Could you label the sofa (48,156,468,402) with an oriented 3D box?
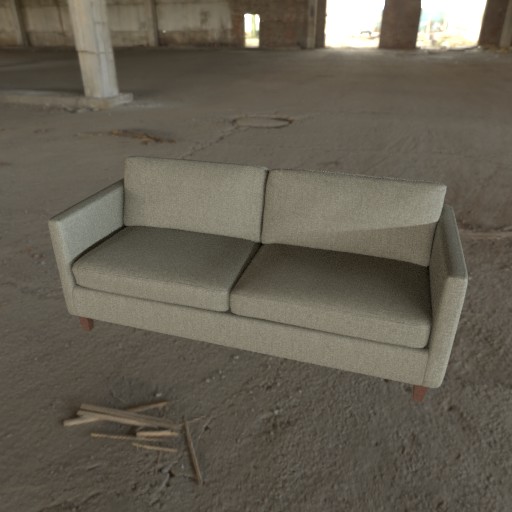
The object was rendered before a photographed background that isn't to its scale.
[{"bbox_3d":[0.000,0.000,2.684,2.208,0.960,0.956,8,29,15],"label":"sofa"}]
